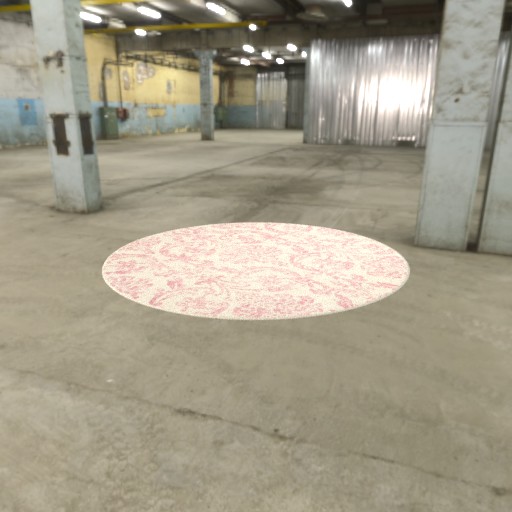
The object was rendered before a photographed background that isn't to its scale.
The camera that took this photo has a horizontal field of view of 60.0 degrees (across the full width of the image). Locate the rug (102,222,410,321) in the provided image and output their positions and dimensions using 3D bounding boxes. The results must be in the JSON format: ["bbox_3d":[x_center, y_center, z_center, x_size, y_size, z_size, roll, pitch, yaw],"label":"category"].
[{"bbox_3d":[0.000,0.000,2.413,1.593,0.012,1.593,0,17,0],"label":"rug"}]
